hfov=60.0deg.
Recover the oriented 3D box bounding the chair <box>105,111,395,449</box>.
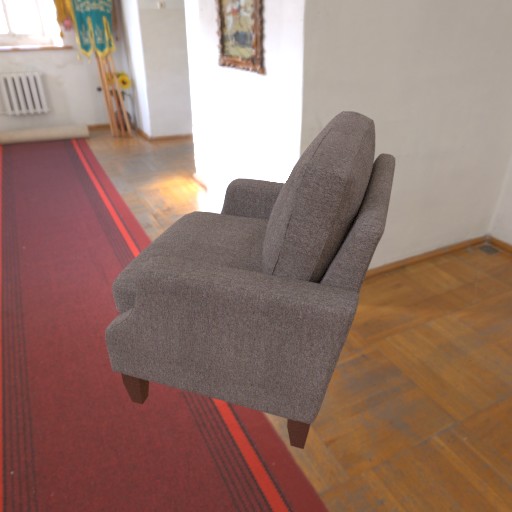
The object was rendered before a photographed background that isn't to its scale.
[{"bbox_3d":[0.000,0.000,1.676,0.897,0.993,0.855,9,31,16],"label":"chair"}]
